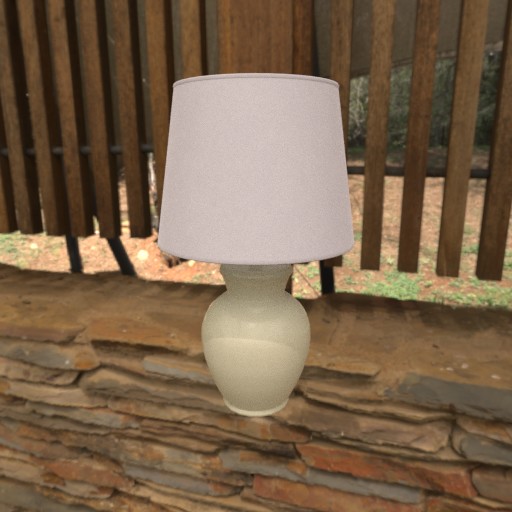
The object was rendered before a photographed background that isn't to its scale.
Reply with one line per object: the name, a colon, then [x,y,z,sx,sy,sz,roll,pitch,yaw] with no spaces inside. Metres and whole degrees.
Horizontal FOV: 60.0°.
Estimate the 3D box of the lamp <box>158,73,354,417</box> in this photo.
lamp: [0.000,0.000,0.556,0.239,0.399,0.239,0,13,0]
